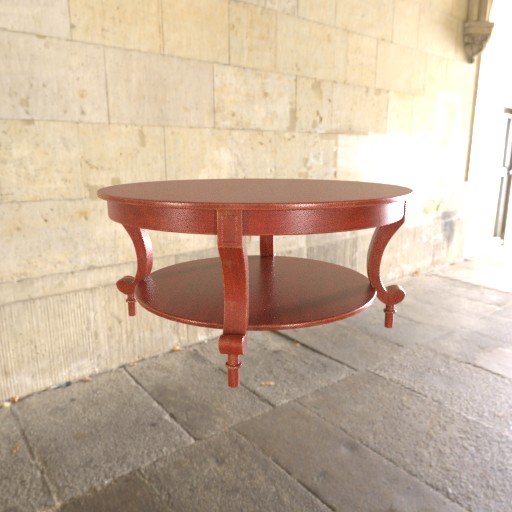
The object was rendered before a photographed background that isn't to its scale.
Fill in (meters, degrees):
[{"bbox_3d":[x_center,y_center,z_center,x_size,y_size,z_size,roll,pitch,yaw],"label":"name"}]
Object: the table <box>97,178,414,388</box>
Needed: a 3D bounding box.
[{"bbox_3d":[0.000,0.000,1.569,1.029,0.486,1.029,0,13,0],"label":"table"}]
